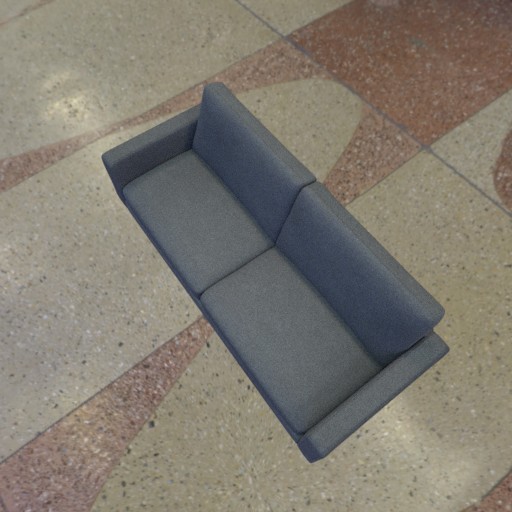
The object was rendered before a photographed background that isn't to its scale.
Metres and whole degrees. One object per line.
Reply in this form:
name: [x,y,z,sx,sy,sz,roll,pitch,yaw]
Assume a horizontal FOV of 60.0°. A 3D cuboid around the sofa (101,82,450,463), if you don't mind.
sofa: [0.000,0.000,2.364,0.774,0.828,1.925,-33,67,-16]
